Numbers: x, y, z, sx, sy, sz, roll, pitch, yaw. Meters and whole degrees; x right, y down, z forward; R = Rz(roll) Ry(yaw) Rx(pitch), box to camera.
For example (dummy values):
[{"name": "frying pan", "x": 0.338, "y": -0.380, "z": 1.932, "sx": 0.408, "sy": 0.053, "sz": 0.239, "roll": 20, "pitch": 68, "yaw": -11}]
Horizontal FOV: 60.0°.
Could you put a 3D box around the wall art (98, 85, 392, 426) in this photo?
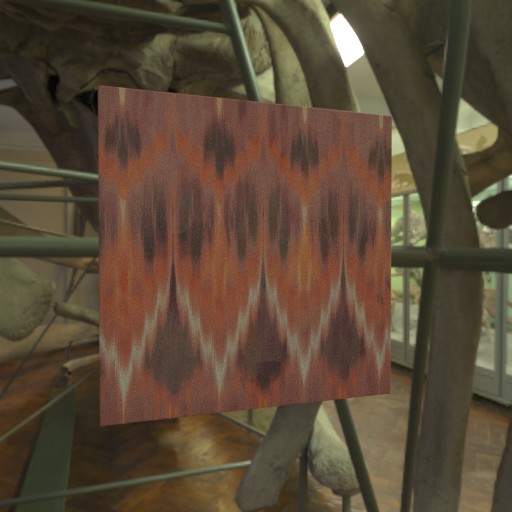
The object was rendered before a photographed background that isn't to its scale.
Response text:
[{"name": "wall art", "x": 0.000, "y": 0.000, "z": 0.604, "sx": 0.403, "sy": 0.406, "sz": 0.038, "roll": 0, "pitch": 1, "yaw": -17}]
